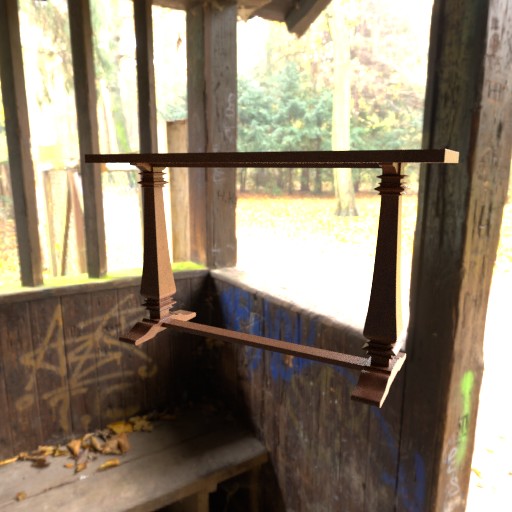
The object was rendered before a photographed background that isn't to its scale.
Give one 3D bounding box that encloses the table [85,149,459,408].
[{"bbox_3d":[0.000,0.000,1.890,1.478,0.852,0.461,6,13,28],"label":"table"}]
